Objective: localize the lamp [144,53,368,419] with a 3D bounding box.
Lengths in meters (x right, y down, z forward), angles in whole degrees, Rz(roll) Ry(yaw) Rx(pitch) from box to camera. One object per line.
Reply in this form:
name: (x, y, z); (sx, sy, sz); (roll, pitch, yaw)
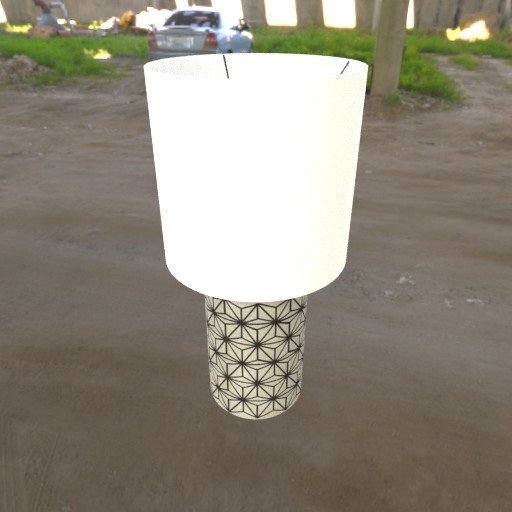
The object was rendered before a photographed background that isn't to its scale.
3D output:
lamp: (0.000, 0.000, 0.519); (0.206, 0.416, 0.206); (-10, 31, -18)
